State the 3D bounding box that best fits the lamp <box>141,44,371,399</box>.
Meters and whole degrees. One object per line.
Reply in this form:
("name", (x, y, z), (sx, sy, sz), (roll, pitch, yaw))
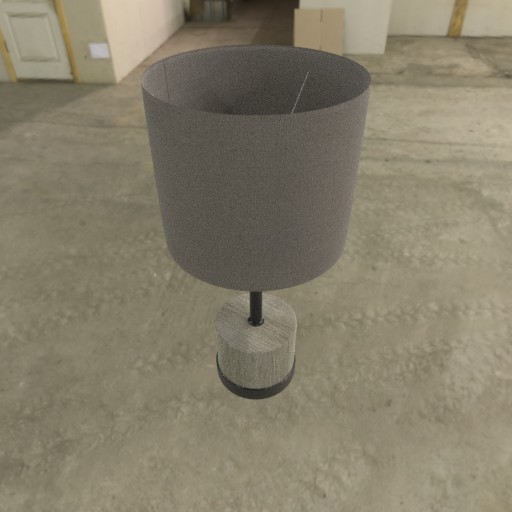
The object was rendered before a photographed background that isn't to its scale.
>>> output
("lamp", (0.000, 0.000, 0.591), (0.229, 0.470, 0.229), (23, 44, 26))
